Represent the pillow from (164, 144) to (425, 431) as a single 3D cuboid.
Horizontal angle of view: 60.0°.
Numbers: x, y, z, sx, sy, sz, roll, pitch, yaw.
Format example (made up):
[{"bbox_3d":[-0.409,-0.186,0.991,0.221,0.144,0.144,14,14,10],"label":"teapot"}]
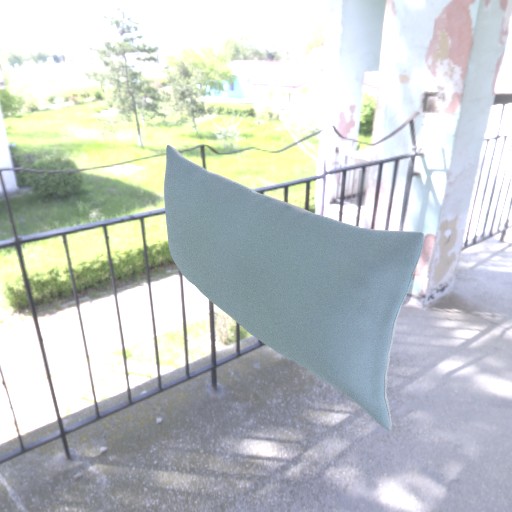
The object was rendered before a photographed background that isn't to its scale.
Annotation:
[{"bbox_3d":[0.000,0.000,0.753,0.151,0.287,0.610,-18,31,-32],"label":"pillow"}]
